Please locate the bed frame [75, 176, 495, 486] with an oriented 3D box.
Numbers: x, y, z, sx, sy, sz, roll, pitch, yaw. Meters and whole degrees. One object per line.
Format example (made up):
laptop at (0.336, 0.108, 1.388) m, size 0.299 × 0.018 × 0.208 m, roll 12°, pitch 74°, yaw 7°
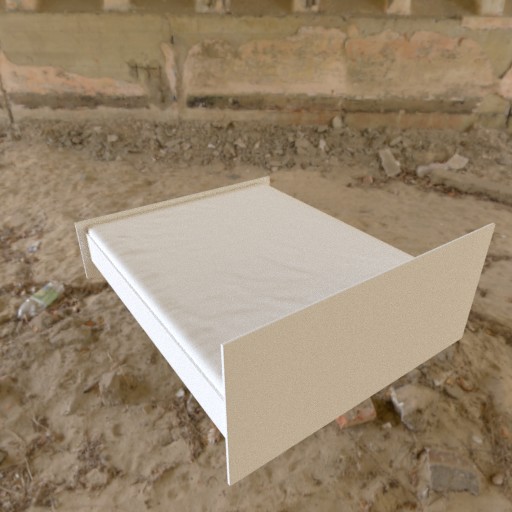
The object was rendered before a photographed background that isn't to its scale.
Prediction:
bed frame at (0.000, 0.000, 2.897) m, size 1.720 × 0.800 × 2.060 m, roll -19°, pitch 35°, yaw -30°
